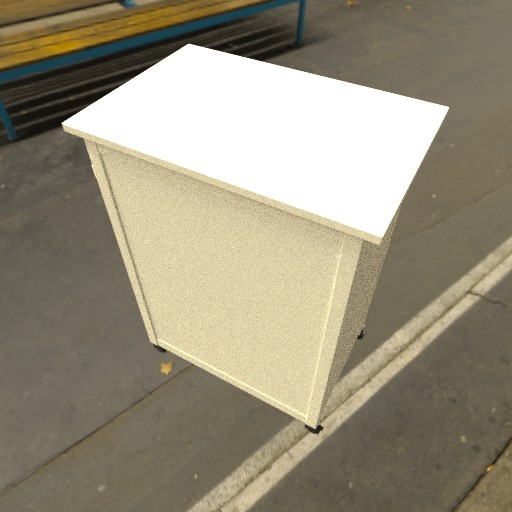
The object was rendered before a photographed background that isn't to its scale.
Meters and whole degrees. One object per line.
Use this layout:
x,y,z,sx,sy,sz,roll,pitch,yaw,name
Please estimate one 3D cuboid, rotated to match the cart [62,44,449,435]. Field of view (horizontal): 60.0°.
0.000,0.000,1.231,0.683,0.864,0.442,22,51,19,cart
